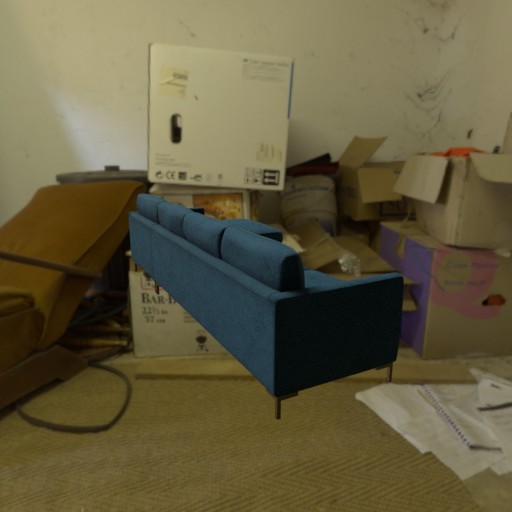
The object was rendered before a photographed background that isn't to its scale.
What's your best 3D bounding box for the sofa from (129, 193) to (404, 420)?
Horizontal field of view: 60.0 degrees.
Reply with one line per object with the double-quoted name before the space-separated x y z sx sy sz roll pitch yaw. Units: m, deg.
"sofa" 0.000 0.000 3.526 1.350 0.810 2.932 -8 16 -27
